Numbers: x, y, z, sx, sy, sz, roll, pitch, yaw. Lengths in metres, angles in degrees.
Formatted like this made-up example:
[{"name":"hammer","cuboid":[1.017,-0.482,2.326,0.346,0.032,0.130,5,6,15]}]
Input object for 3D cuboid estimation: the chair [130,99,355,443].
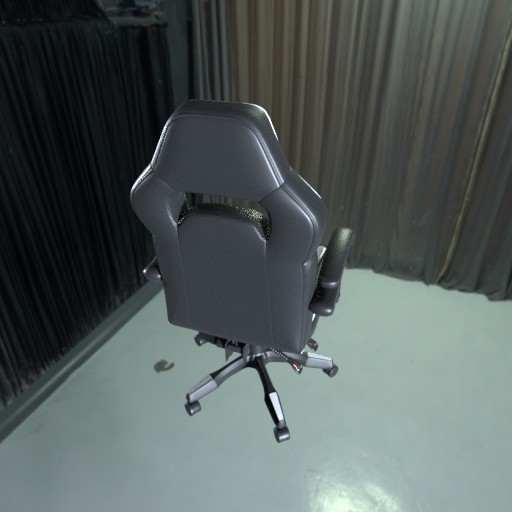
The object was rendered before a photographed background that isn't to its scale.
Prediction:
[{"name":"chair","cuboid":[0.000,0.000,1.620,0.676,1.200,0.700,10,33,16]}]
